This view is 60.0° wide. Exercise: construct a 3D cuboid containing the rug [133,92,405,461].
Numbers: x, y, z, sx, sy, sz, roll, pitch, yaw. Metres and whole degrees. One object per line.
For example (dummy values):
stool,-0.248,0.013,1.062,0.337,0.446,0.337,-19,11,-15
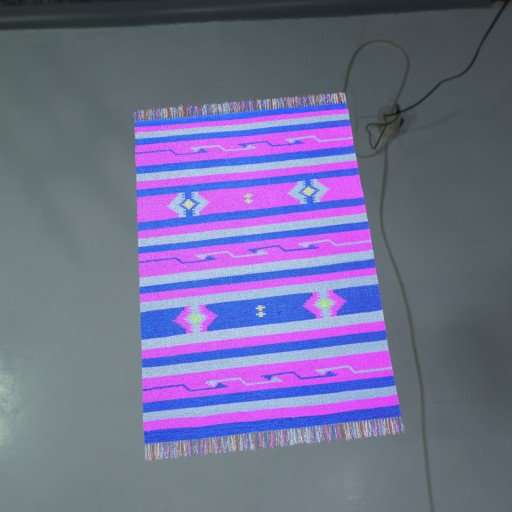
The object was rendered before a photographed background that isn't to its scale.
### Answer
rug,0.000,0.000,2.889,1.539,0.013,2.350,-5,75,-1
